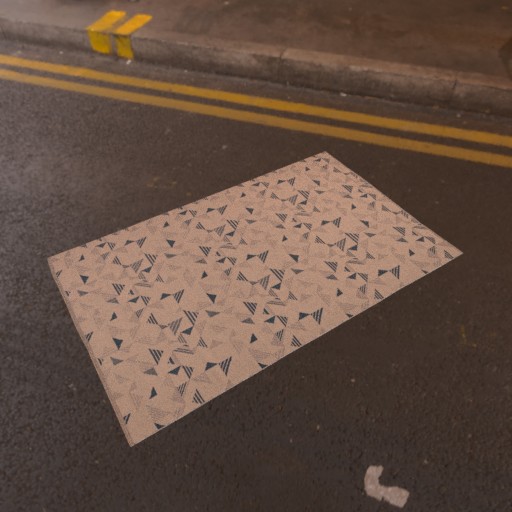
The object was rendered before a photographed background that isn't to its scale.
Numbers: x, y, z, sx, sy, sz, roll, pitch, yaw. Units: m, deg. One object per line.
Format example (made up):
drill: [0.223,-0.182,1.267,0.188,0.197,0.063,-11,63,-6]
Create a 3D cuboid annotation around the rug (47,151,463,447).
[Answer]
rug: [0.000,0.000,3.058,2.457,0.009,1.512,-25,51,-22]
